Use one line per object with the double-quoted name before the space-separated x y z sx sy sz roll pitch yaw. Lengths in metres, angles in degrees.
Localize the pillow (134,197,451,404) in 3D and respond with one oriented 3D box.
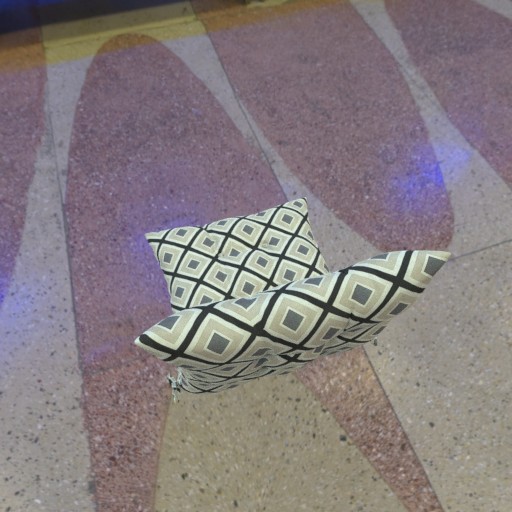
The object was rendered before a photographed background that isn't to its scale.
"pillow" 0.000 0.000 1.007 0.541 0.536 0.585 -14 59 -9
